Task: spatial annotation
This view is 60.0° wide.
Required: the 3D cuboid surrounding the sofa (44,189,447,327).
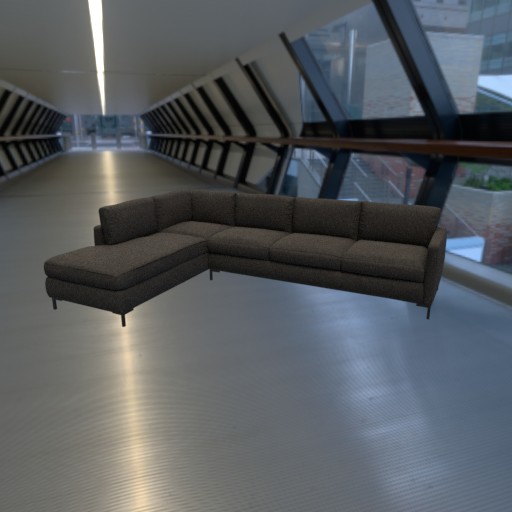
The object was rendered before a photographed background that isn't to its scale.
[{"bbox_3d":[0.000,0.000,3.850,2.949,0.815,2.007,8,18,25],"label":"sofa"}]
